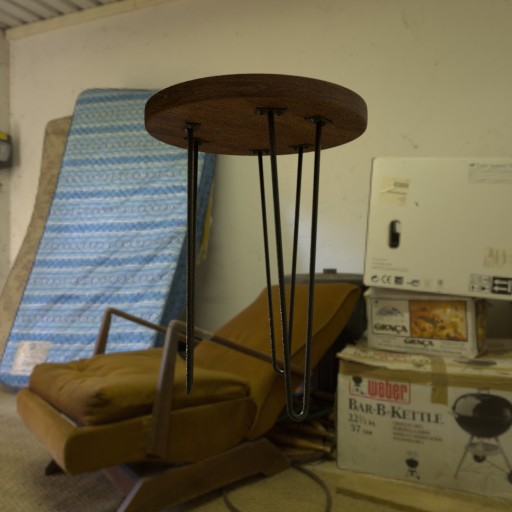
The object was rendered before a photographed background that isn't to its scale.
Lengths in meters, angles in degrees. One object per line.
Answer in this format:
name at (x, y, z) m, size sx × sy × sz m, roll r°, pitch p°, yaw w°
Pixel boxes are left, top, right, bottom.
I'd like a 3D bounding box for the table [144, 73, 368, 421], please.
table at (0.000, 0.000, 0.823) m, size 0.400 × 0.520 × 0.400 m, roll 0°, pitch 1°, yaw 0°
